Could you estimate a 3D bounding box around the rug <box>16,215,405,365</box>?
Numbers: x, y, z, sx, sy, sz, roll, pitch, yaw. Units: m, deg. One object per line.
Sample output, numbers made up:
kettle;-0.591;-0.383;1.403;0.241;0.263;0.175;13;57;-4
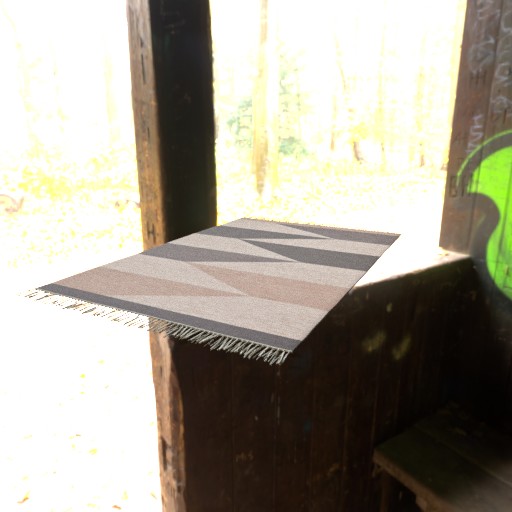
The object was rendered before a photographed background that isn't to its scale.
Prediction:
rug;0.000;0.000;2.426;1.224;0.027;2.021;8;18;27
